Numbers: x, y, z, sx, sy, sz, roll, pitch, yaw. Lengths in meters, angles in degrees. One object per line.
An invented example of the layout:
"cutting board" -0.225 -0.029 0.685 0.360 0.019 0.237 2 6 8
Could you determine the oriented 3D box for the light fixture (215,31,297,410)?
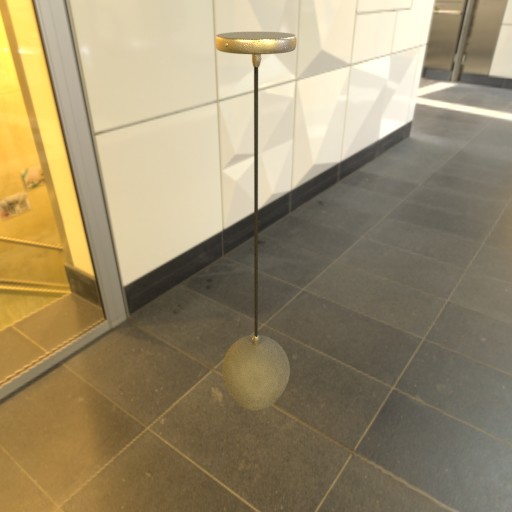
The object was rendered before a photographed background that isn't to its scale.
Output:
"light fixture" 0.000 0.000 0.849 0.153 0.760 0.153 9 33 15
